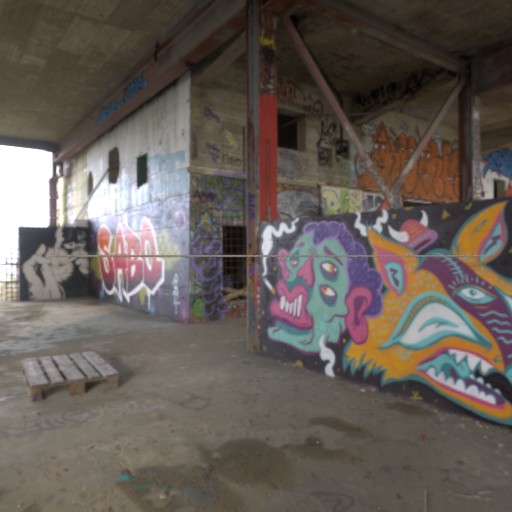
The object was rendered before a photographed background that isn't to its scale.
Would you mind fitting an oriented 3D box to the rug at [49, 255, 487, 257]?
[{"bbox_3d":[0.000,0.000,3.749,2.890,0.013,2.005,0,0,-16],"label":"rug"}]
